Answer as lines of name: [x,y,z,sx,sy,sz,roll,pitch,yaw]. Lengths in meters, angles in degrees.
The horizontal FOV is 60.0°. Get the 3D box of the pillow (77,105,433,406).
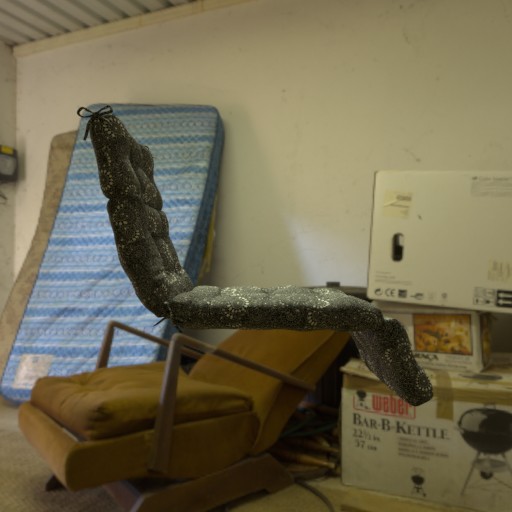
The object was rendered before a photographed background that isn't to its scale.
pillow: [0.000,0.000,1.493,1.016,0.863,0.526,0,-1,-1]
